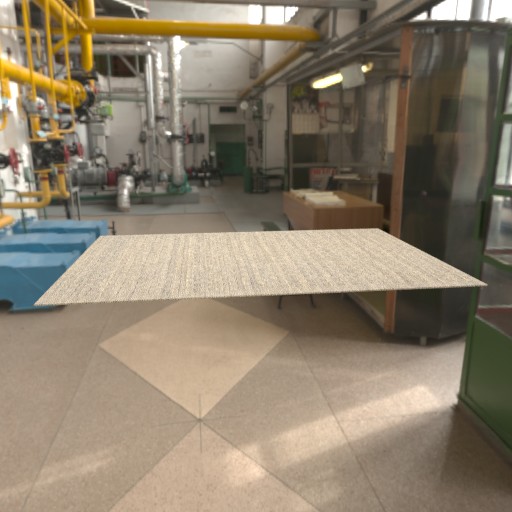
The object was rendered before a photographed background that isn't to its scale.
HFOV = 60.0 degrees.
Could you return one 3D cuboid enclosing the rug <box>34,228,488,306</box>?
[{"bbox_3d":[0.000,0.000,2.241,1.752,0.006,1.142,-2,15,-7],"label":"rug"}]
